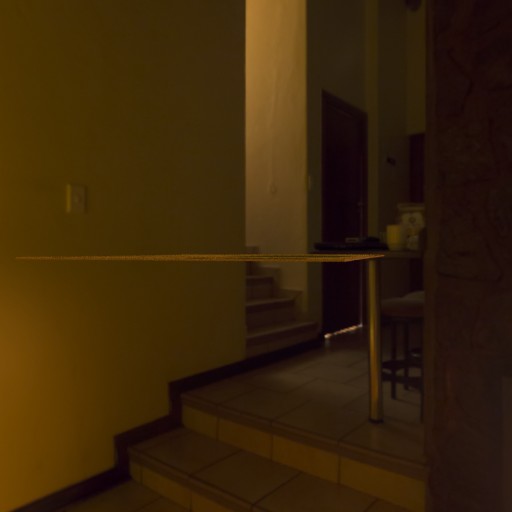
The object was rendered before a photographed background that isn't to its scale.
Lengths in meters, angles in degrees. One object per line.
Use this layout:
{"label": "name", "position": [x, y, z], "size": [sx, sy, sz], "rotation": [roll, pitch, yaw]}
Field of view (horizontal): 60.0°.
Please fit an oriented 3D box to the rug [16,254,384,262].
{"label": "rug", "position": [0.000, 0.000, 2.959], "size": [1.521, 0.015, 2.436], "rotation": [0, 1, 19]}
